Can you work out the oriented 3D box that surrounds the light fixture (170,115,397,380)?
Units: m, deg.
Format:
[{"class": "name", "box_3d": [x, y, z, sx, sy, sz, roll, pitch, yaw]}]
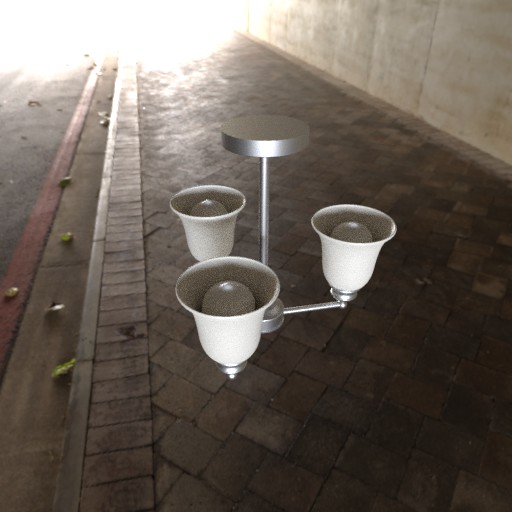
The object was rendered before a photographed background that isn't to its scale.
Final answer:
[{"class": "light fixture", "box_3d": [0.000, 0.000, 0.670, 0.388, 0.370, 0.354, 11, 34, 16]}]
